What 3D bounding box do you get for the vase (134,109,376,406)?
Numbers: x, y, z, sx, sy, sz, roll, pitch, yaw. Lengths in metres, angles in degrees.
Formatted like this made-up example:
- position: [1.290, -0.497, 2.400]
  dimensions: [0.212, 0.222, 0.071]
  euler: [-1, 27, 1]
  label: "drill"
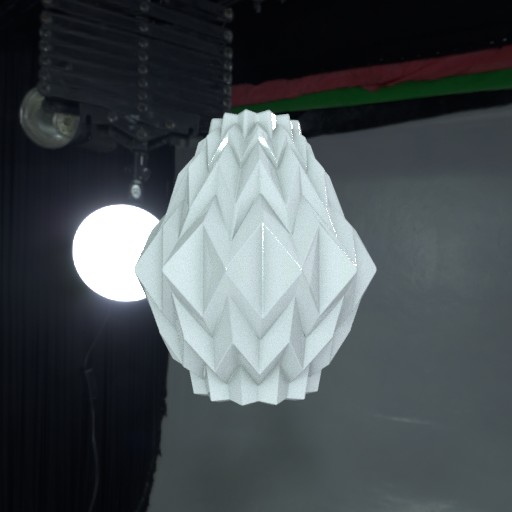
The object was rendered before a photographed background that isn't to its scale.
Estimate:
- position: [0.000, 0.000, 0.310]
  dimensions: [0.164, 0.185, 0.164]
  euler: [0, -1, 0]
  label: "vase"
